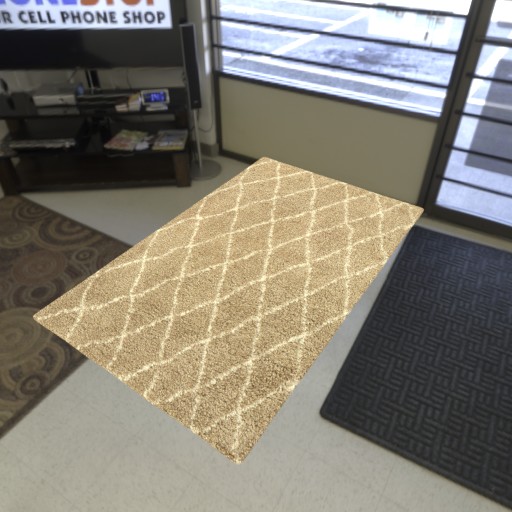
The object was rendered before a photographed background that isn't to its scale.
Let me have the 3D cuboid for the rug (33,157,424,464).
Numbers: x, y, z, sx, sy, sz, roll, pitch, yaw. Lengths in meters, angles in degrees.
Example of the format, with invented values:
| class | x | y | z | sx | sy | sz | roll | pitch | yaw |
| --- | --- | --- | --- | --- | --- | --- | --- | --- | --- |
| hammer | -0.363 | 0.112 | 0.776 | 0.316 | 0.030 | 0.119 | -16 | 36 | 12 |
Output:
| class | x | y | z | sx | sy | sz | roll | pitch | yaw |
| --- | --- | --- | --- | --- | --- | --- | --- | --- | --- |
| rug | 0.000 | 0.000 | 3.047 | 1.524 | 0.030 | 2.438 | 24 | 46 | 26 |
